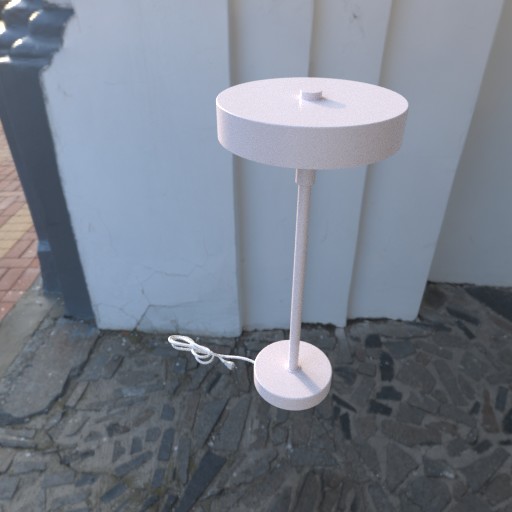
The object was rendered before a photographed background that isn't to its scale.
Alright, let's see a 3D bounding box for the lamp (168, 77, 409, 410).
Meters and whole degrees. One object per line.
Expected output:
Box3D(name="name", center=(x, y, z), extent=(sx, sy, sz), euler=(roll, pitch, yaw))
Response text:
Box3D(name="lamp", center=(0.000, 0.000, 0.691), extent=(0.369, 0.508, 0.229), euler=(11, 35, 16))
